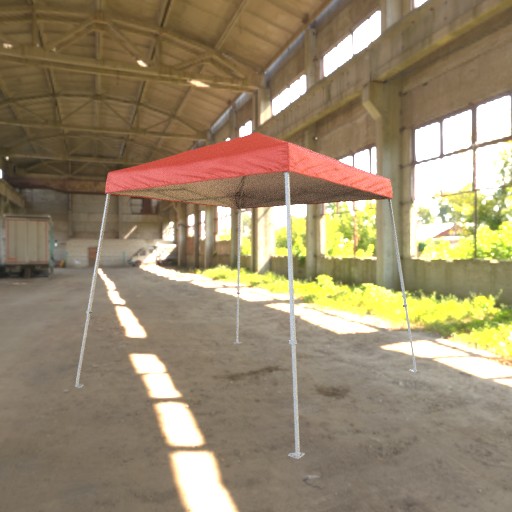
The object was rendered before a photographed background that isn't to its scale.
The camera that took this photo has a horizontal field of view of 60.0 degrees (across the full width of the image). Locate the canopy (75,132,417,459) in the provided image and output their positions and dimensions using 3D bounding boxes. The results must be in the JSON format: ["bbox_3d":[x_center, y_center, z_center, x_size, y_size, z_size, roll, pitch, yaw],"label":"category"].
[{"bbox_3d":[0.000,0.000,5.149,2.849,2.850,2.850,1,1,36],"label":"canopy"}]
